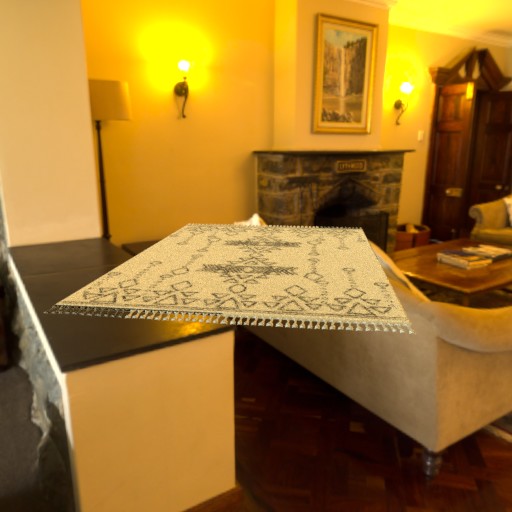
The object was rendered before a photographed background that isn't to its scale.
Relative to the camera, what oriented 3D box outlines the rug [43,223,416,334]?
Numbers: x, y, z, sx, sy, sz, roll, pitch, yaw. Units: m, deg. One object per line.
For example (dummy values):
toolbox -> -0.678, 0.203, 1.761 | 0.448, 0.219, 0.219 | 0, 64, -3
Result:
rug -> 0.000, 0.000, 2.970 | 1.600, 0.013, 2.312 | 2, 14, 8
